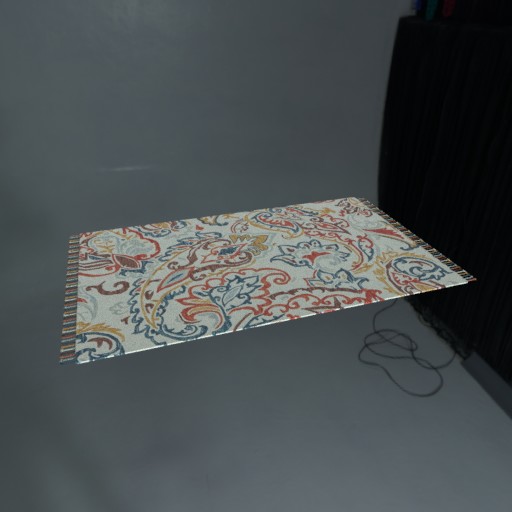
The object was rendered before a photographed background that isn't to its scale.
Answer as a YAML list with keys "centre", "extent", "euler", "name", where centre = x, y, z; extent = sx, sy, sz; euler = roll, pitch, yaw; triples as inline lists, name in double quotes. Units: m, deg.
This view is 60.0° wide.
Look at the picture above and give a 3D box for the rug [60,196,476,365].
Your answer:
- centre: [0.000, 0.000, 3.211]
  extent: [2.584, 0.010, 1.523]
  euler: [-9, 31, -16]
  name: "rug"
